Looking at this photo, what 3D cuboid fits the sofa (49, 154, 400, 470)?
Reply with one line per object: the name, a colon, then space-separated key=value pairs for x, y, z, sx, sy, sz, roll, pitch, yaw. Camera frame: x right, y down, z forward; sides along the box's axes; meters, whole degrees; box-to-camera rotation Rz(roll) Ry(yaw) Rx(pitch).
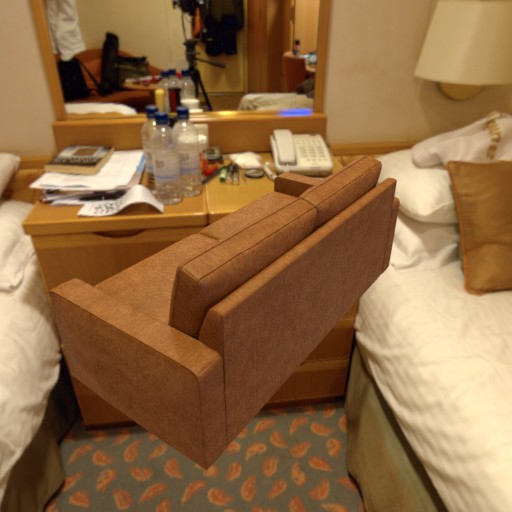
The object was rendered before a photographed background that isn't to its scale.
sofa: x=0.000 y=0.000 z=2.679 sx=0.991 sy=0.928 sz=2.156 roll=20 pitch=35 yaw=30
